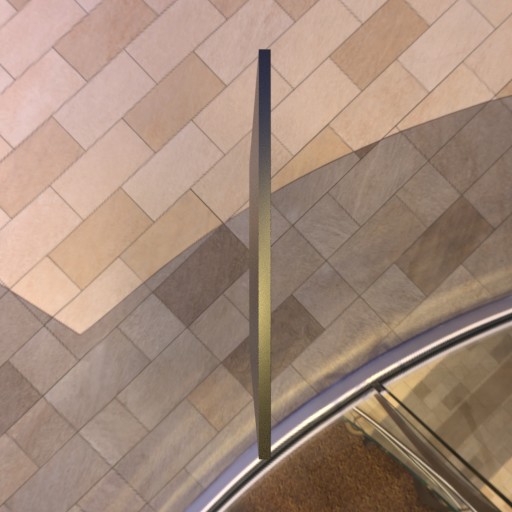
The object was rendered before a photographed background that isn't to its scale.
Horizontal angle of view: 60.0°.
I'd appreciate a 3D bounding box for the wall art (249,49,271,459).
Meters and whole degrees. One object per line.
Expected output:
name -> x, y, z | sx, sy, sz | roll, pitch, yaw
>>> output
wall art -> 0.000, 0.000, 0.768 | 0.013, 0.582, 0.442 | 0, 89, -2
